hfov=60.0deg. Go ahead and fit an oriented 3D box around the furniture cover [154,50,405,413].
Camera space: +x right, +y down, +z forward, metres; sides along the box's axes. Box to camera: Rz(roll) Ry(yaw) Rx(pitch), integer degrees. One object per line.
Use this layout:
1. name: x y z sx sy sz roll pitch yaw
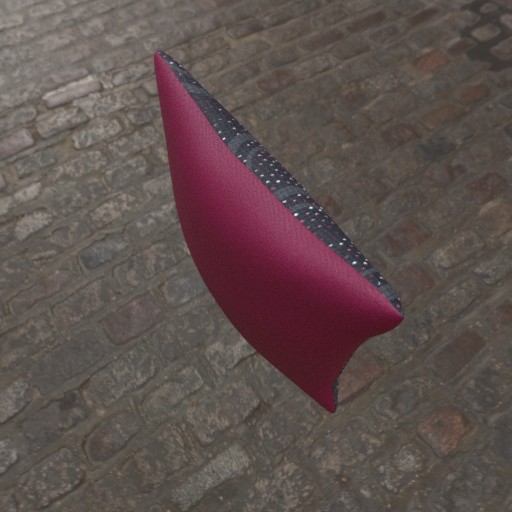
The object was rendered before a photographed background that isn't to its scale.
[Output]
1. furniture cover: 0.000 0.000 0.799 0.193 0.509 0.552 -31 65 -17
